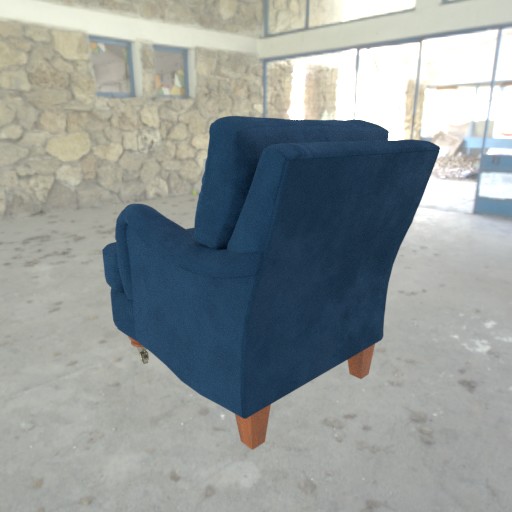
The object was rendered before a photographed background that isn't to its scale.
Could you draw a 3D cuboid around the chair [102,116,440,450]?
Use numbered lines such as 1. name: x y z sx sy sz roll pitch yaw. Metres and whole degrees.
1. chair: 0.000 0.000 1.823 0.895 1.076 1.078 -15 21 -41
